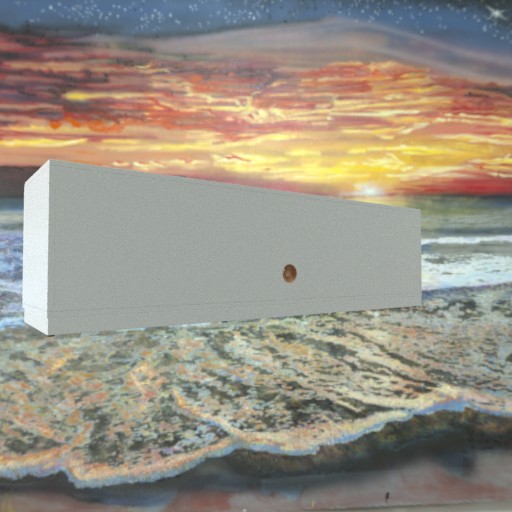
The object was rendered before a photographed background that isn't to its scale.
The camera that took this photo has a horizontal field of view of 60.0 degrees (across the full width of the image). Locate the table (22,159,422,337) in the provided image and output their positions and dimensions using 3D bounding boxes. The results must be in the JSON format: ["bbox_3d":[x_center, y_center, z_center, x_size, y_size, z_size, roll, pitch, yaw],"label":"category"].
[{"bbox_3d":[0.000,0.000,1.704,1.550,0.440,0.400,1,-2,-36],"label":"table"}]
